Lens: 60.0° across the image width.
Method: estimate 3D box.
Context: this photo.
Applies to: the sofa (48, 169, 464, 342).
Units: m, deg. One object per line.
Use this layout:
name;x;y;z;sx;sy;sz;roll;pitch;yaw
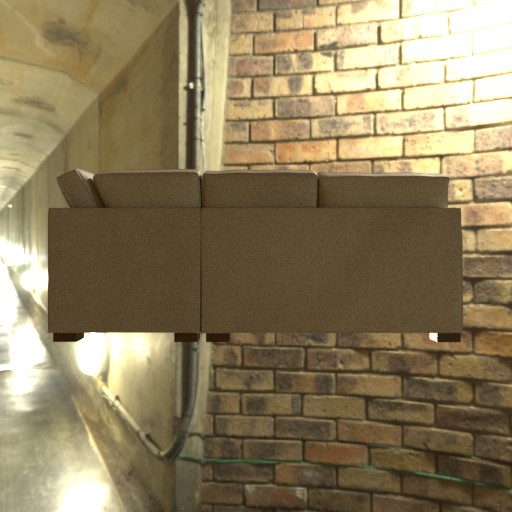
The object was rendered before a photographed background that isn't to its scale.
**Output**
sofa;0.000;0.000;3.403;2.182;0.939;2.189;0;-1;0
